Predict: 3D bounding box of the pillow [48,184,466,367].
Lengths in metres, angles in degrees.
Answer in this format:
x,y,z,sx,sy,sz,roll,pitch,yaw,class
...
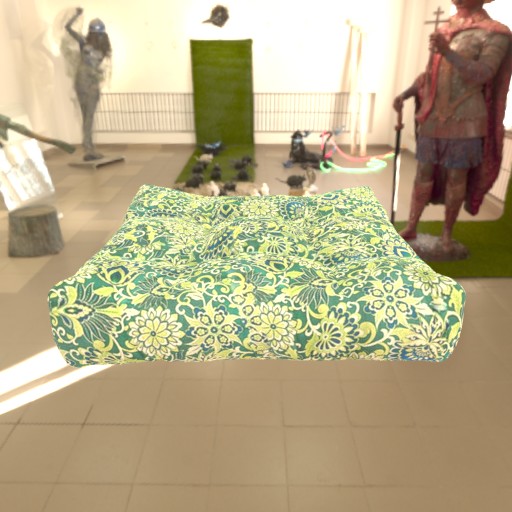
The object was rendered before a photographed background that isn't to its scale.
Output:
x,y,z,sx,sy,sz,roll,pitch,yaw,class
0.000,0.000,0.719,0.490,0.128,0.468,0,25,0,pillow
